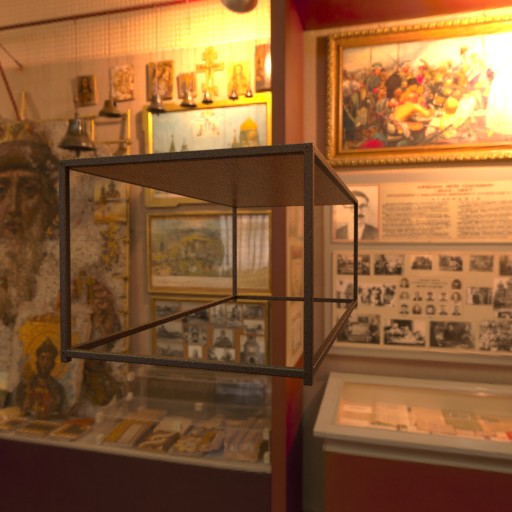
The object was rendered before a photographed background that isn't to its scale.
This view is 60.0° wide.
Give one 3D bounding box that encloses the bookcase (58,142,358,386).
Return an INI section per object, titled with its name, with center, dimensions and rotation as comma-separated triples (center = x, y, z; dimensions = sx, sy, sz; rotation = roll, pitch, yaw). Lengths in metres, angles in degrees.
[bookcase]
center = 0.000, 0.000, 1.274
dimensions = 0.500, 0.400, 1.000
rotation = 0, 2, 17
